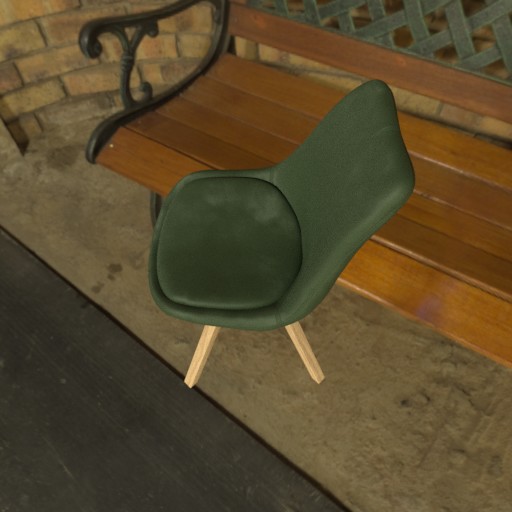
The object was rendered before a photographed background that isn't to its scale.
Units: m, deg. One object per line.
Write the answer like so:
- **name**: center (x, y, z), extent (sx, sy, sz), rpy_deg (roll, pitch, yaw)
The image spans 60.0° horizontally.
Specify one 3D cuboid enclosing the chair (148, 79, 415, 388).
- **chair**: center (0.000, 0.000, 1.167), extent (0.547, 0.865, 0.483), rpy_deg (0, 57, 0)
